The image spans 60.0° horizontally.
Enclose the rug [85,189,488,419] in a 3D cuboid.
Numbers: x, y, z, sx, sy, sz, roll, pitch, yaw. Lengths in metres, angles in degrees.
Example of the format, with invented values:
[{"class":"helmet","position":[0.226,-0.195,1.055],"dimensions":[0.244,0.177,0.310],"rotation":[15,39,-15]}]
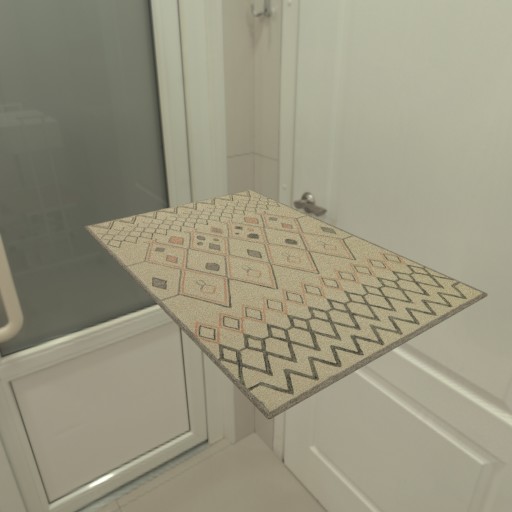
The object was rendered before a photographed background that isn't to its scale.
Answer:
[{"class":"rug","position":[0.000,0.000,2.309],"dimensions":[1.219,0.016,1.829],"rotation":[-18,31,-31]}]
